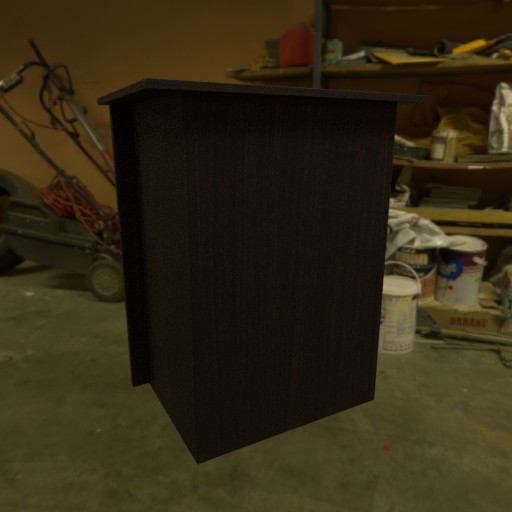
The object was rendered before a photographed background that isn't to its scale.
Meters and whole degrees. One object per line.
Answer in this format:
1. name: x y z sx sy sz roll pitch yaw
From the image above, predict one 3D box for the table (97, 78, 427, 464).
1. table: 0.000 0.000 1.051 0.591 0.711 0.406 -8 17 -28
